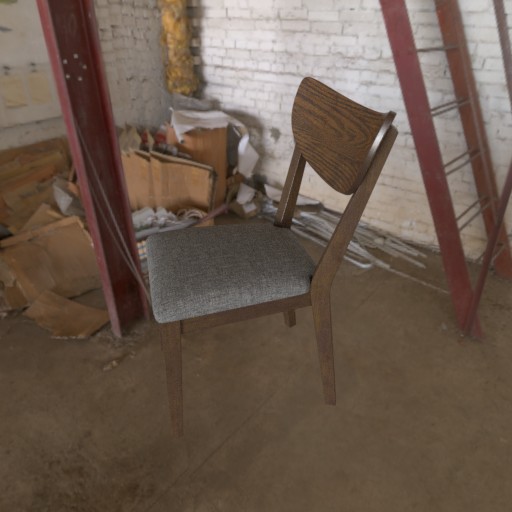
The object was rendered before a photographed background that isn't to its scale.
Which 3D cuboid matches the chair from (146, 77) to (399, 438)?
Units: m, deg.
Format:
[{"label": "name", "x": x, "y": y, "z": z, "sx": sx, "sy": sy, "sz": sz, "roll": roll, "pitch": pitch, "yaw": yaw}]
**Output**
[{"label": "chair", "x": 0.000, "y": 0.000, "z": 1.225, "sx": 0.583, "sy": 0.849, "sz": 0.491, "roll": -8, "pitch": 31, "yaw": -13}]
